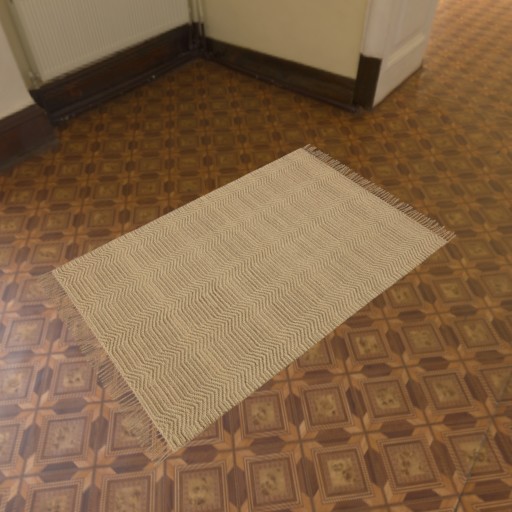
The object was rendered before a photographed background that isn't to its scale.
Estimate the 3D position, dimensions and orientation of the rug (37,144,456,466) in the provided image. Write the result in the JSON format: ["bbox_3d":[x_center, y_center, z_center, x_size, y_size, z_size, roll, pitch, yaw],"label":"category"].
[{"bbox_3d":[0.000,0.000,2.447,2.021,0.027,1.224,-31,54,-26],"label":"rug"}]
